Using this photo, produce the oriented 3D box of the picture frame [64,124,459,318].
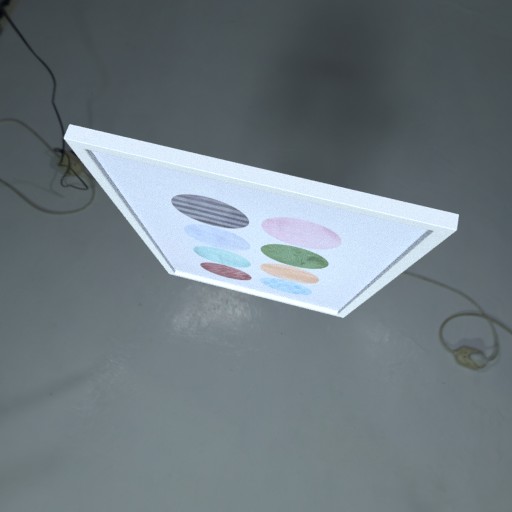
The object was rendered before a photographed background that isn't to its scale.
[{"bbox_3d":[0.000,0.000,0.543,0.305,0.434,0.013,14,74,4],"label":"picture frame"}]
